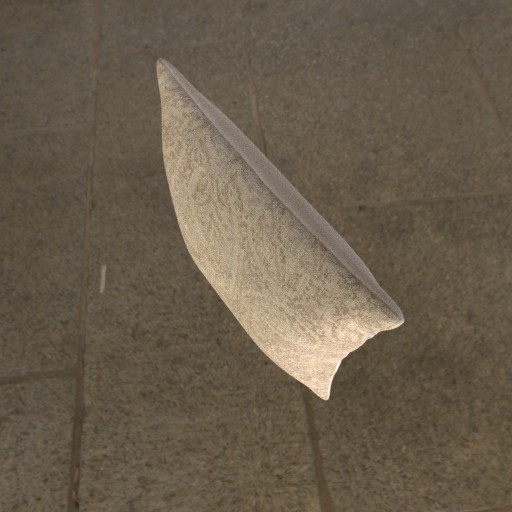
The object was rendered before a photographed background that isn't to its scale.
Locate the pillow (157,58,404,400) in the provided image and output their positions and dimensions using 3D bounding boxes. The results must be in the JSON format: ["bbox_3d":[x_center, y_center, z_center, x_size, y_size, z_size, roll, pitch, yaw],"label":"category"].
[{"bbox_3d":[0.000,0.000,0.799,0.166,0.510,0.523,-33,68,-15],"label":"pillow"}]
